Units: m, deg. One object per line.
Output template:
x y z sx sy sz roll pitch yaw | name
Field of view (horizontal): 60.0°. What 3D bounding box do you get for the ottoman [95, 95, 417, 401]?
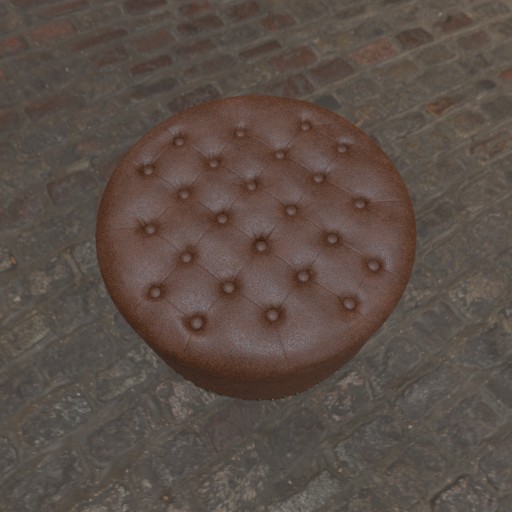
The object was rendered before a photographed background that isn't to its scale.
0.000 0.000 1.053 0.637 0.442 0.637 0 64 0 | ottoman
